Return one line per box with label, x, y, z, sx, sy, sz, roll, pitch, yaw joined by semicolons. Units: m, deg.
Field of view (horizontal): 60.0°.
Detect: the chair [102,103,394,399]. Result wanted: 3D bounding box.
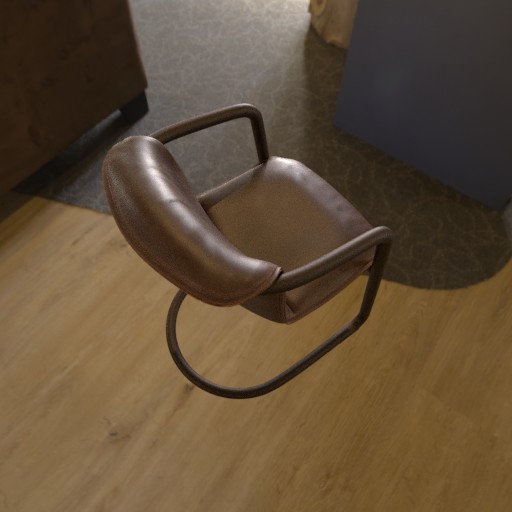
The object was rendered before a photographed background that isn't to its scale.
chair;0.000;0.000;1.262;0.664;0.836;0.536;-33;64;-18
